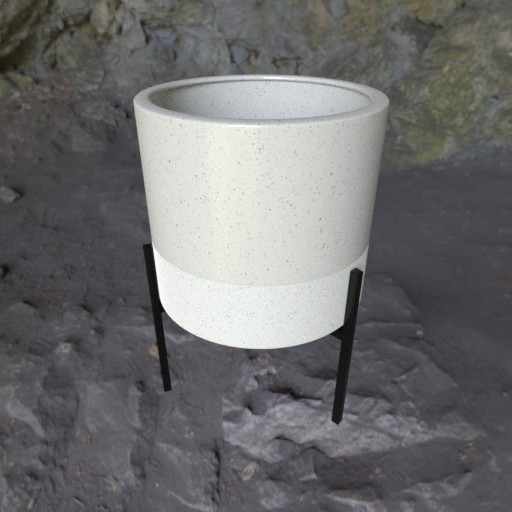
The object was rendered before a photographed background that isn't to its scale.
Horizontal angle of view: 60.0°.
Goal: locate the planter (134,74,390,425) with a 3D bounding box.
[{"bbox_3d":[0.000,0.000,0.328,0.159,0.230,0.152,-8,31,-14],"label":"planter"}]
